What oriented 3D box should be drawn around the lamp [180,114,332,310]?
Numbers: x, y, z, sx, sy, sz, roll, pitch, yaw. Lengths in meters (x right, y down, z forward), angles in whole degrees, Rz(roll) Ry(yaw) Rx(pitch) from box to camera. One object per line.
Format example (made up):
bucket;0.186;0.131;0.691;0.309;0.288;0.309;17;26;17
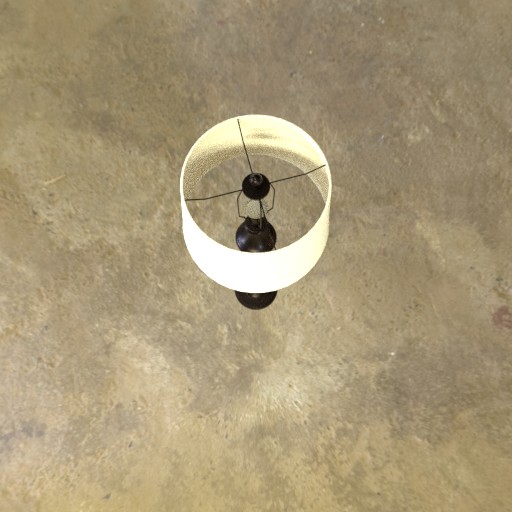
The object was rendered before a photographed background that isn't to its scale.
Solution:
lamp;0.000;0.000;1.727;0.431;1.484;0.431;0;76;0
